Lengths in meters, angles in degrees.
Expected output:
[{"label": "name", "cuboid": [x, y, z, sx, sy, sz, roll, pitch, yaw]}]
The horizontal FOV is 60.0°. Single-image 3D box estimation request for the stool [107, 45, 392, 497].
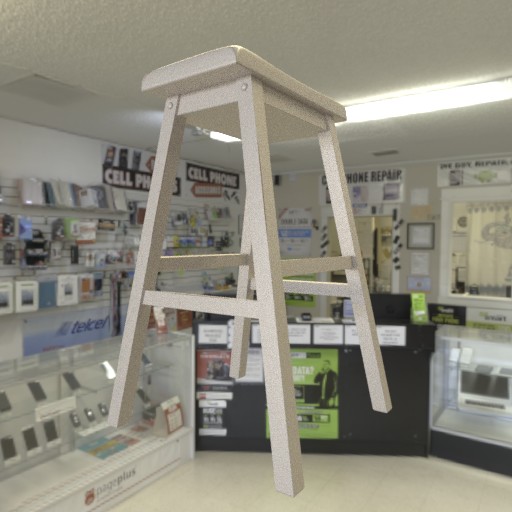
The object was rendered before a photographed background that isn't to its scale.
[{"label": "stool", "cuboid": [0.000, 0.000, 1.005, 0.476, 0.737, 0.457, 1, 2, 36]}]
